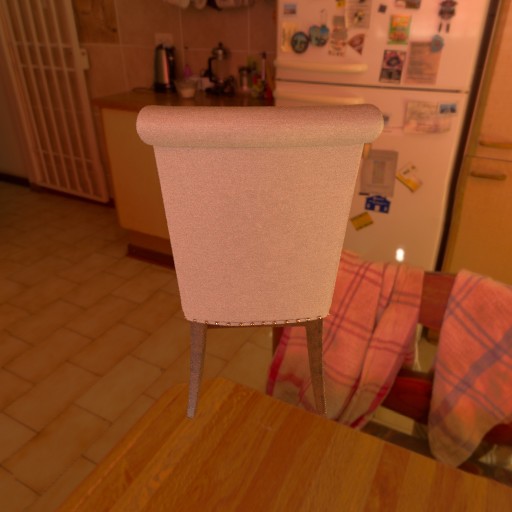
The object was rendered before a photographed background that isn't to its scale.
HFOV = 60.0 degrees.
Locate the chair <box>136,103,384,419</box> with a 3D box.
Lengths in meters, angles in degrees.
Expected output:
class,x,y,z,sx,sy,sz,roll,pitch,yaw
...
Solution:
class,x,y,z,sx,sy,sz,roll,pitch,yaw
chair,0.000,0.000,1.374,0.513,0.988,0.608,-1,29,-2
